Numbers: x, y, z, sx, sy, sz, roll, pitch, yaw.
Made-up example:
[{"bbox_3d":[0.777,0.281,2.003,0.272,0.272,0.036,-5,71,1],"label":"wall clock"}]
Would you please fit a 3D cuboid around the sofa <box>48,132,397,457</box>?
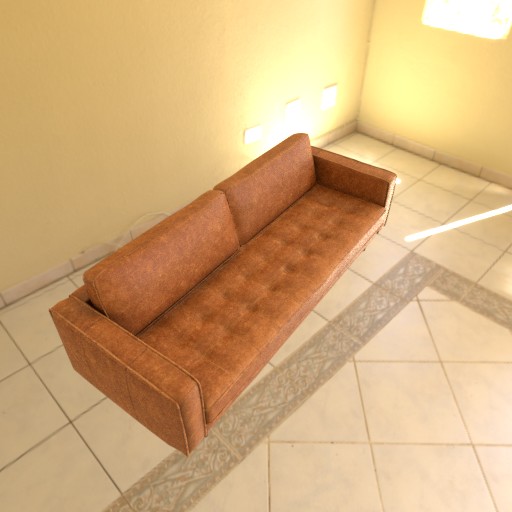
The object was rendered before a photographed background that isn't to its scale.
[{"bbox_3d":[0.000,0.000,2.680,0.886,0.779,2.199,25,47,27],"label":"sofa"}]
